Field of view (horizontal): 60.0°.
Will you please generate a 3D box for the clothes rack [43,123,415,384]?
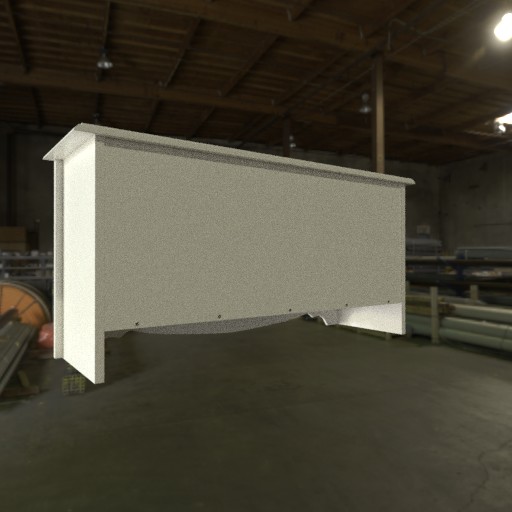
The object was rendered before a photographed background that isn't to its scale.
[{"bbox_3d":[0.000,0.000,1.336,1.120,0.531,0.324,0,0,-36],"label":"clothes rack"}]
